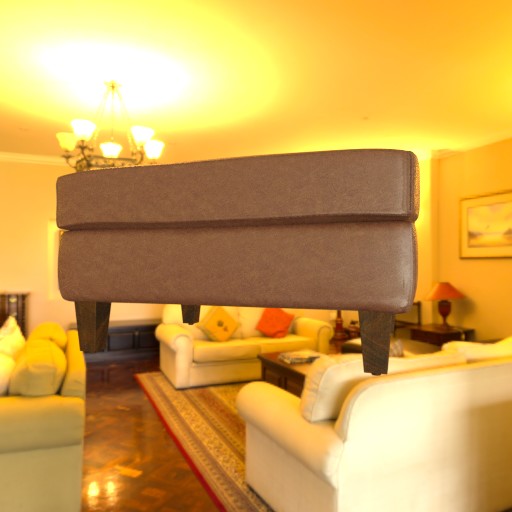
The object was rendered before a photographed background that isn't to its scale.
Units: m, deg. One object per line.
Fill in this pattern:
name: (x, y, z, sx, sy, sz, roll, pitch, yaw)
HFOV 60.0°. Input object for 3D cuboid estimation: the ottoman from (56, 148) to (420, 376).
ottoman: (0.000, 0.000, 1.238, 0.851, 0.485, 0.650, 0, -1, 18)
